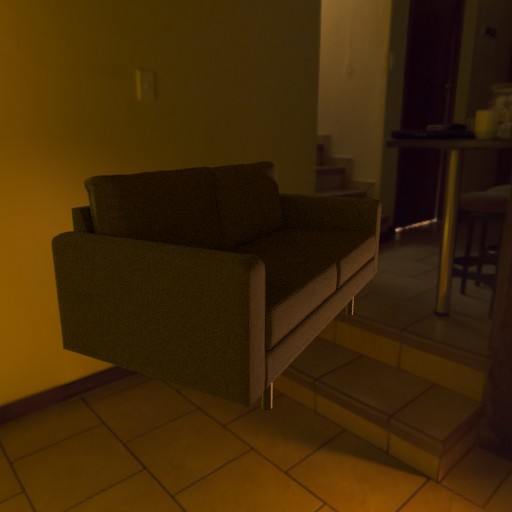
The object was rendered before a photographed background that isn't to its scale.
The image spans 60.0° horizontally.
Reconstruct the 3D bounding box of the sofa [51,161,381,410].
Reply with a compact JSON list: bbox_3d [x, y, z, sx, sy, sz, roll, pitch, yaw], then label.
[{"bbox_3d":[0.000,0.000,2.289,0.889,0.897,1.730,8,16,27],"label":"sofa"}]
